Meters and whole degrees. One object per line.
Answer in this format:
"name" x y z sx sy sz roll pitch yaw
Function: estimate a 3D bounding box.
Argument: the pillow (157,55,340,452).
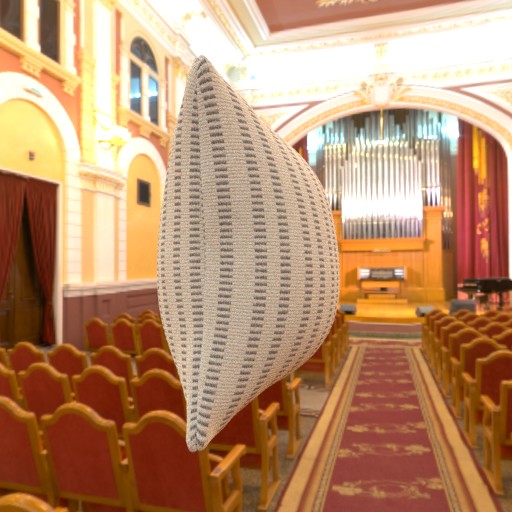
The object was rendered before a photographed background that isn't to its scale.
"pillow" 0.000 0.000 0.668 0.247 0.419 0.438 0 -1 17
